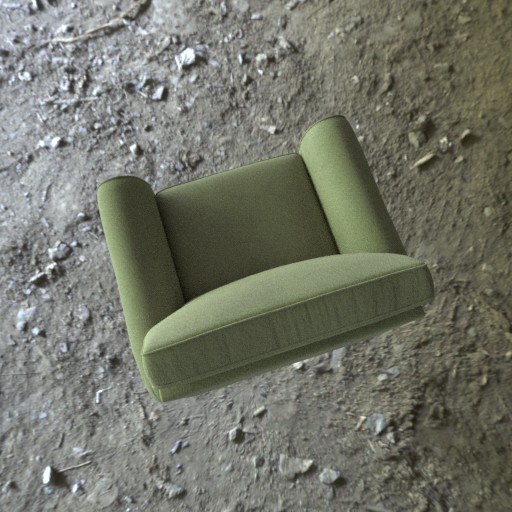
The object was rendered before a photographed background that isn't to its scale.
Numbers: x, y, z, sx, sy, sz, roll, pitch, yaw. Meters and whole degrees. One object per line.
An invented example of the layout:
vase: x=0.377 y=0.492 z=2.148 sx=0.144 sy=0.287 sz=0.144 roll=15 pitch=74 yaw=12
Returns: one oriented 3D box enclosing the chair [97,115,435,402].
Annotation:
chair: x=0.000 y=0.000 z=1.904 sx=1.147 sy=1.044 sz=0.939 roll=-17 pitch=75 yaw=-5
